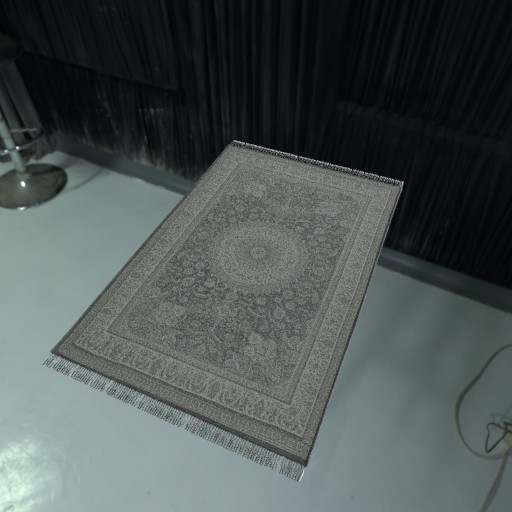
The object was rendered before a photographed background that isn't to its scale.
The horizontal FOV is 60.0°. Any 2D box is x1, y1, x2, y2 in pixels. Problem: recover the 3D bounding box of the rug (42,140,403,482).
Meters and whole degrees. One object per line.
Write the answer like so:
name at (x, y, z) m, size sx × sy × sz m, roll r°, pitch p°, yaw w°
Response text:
rug at (0.000, 0.000, 2.991) m, size 1.528 × 0.010 × 2.440 m, roll 18°, pitch 49°, yaw 16°
